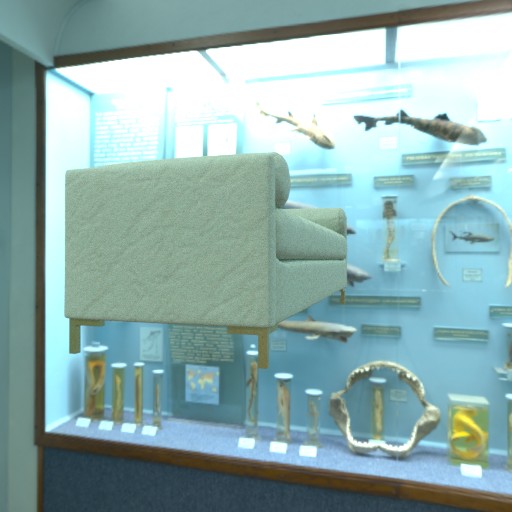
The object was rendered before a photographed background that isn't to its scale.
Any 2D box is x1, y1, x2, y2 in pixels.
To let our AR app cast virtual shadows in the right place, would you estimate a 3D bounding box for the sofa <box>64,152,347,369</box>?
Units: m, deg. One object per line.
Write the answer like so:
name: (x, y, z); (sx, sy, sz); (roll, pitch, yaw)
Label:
sofa: (0.000, 0.000, 2.441); (0.796, 0.705, 2.102); (0, 0, 18)
